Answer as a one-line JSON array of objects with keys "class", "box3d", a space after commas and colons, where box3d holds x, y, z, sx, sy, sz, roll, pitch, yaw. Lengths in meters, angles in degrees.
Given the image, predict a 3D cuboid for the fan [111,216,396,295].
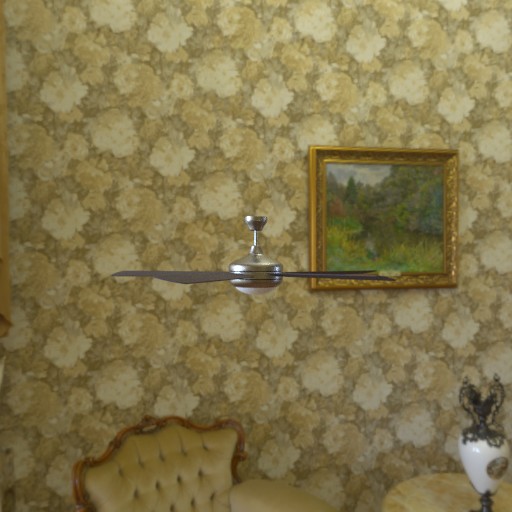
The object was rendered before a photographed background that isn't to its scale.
[{"class": "fan", "box3d": [0.000, 0.000, 2.029, 1.321, 0.356, 1.321, 0, -1, 36]}]
